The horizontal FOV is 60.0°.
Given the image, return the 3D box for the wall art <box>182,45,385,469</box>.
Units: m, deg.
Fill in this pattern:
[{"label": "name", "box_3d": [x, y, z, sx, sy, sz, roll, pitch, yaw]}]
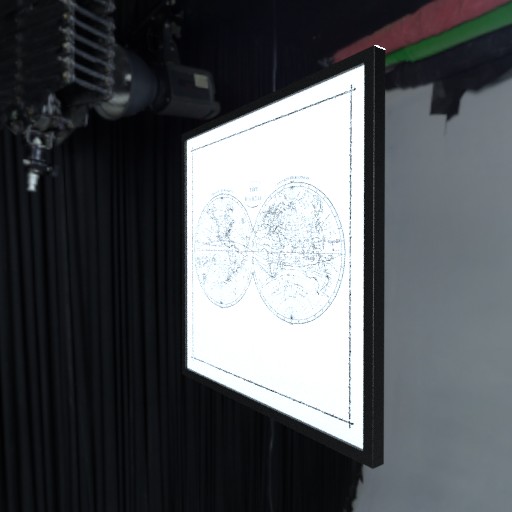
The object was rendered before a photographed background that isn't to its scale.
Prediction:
[{"label": "wall art", "box_3d": [0.000, 0.000, 1.131, 0.031, 0.775, 0.773, -1, 1, -36]}]
